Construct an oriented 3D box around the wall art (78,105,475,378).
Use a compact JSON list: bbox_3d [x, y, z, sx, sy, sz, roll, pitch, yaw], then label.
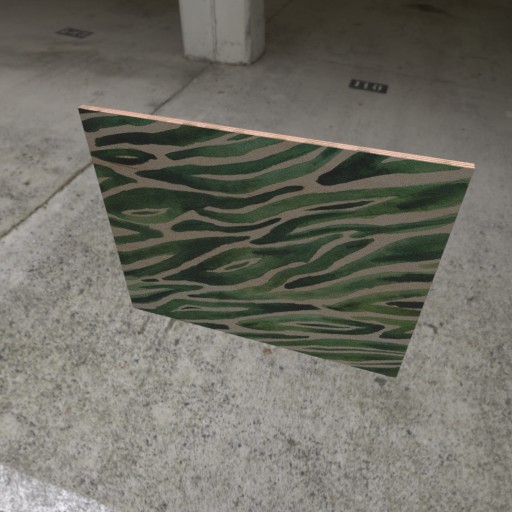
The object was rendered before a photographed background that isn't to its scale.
[{"bbox_3d":[0.000,0.000,0.684,0.508,0.408,0.012,12,43,14],"label":"wall art"}]
